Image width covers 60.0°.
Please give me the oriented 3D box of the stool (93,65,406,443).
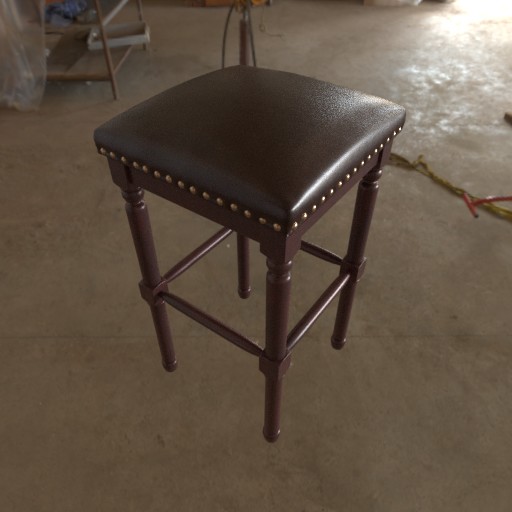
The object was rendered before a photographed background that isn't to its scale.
[{"bbox_3d":[0.000,0.000,0.938,0.382,0.702,0.383,26,48,26],"label":"stool"}]
